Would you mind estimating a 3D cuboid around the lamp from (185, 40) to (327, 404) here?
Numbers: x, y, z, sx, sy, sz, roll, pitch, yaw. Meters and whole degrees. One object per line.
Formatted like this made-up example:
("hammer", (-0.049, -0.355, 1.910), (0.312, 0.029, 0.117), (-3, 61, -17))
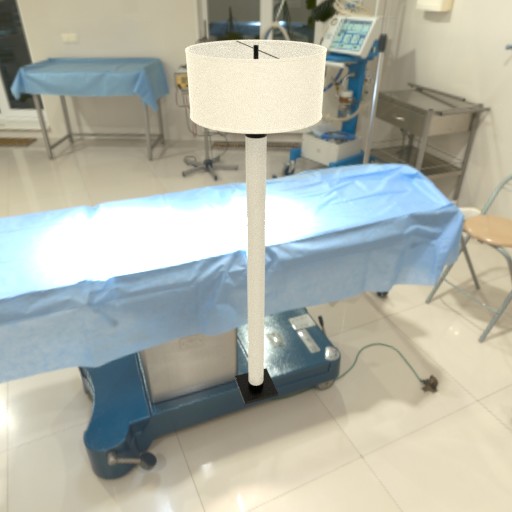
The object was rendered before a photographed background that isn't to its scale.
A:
("lamp", (0.000, 0.000, 1.704), (0.420, 1.475, 0.420), (-10, 34, -15))
